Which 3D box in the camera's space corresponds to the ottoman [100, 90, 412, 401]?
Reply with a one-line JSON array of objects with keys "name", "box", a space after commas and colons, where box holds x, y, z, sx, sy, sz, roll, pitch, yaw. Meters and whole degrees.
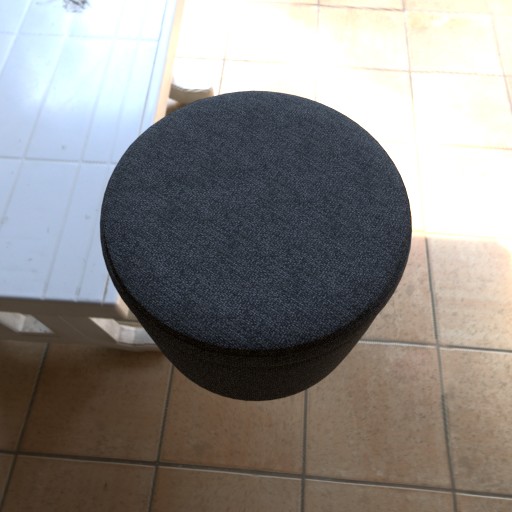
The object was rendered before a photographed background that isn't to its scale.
[{"name": "ottoman", "box": [0.000, 0.000, 0.903, 0.520, 0.430, 0.520, 0, 64, 0]}]
